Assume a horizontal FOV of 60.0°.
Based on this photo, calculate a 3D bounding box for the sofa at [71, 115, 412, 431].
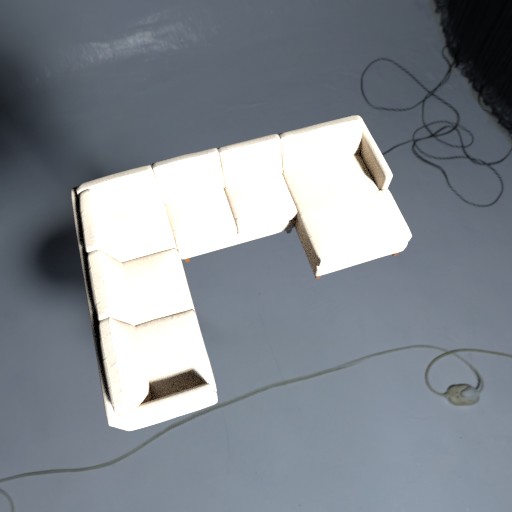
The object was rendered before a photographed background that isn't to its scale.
[{"bbox_3d":[0.000,0.000,4.735,3.460,0.961,2.594,-16,65,-8],"label":"sofa"}]
